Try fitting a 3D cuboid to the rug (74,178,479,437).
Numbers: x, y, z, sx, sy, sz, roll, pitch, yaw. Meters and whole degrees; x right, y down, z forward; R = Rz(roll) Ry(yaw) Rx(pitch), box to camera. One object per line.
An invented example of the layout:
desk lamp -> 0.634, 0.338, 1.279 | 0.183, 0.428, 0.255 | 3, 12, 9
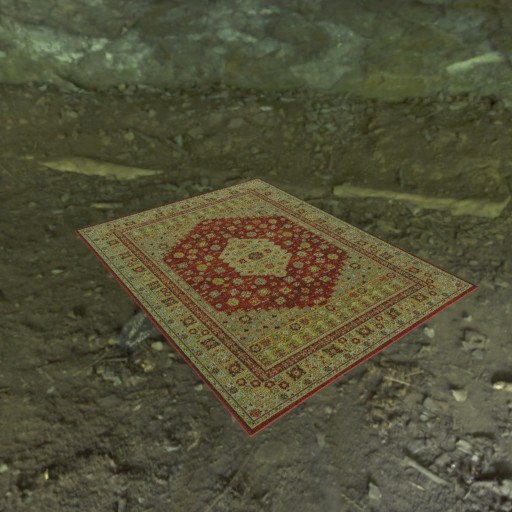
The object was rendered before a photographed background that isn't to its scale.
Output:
rug -> 0.000, 0.000, 4.141 | 2.387, 0.013, 3.053 | -22, 38, -31
